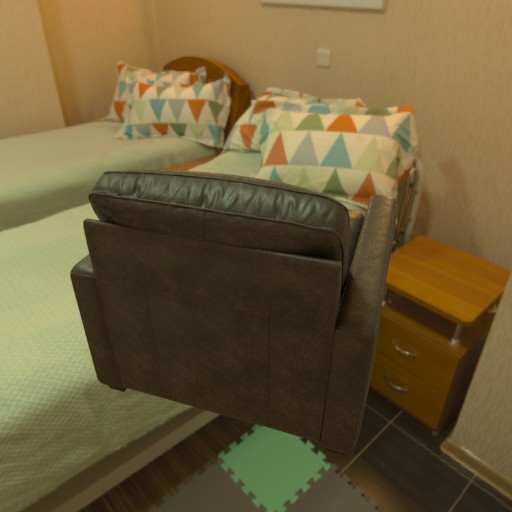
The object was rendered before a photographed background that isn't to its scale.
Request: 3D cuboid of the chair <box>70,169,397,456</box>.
[{"bbox_3d":[0.000,0.000,1.736,1.006,0.916,0.939,10,33,16],"label":"chair"}]
